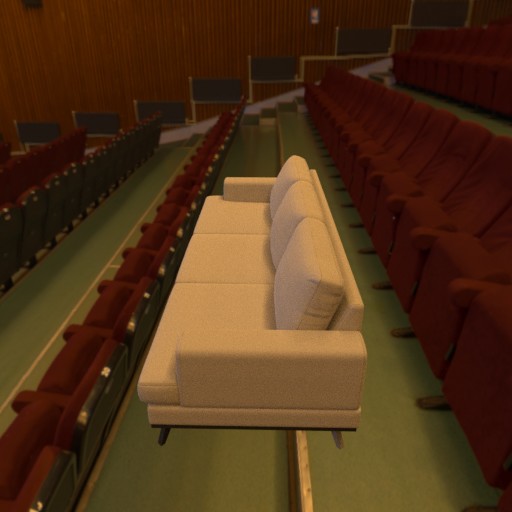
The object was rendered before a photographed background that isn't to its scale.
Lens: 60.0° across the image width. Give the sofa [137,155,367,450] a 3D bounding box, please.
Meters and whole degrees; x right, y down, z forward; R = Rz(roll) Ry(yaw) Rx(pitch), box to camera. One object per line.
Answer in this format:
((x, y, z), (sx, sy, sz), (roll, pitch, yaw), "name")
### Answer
((0.000, 0.000, 2.783), (0.920, 0.810, 2.310), (1, 27, 1), "sofa")
